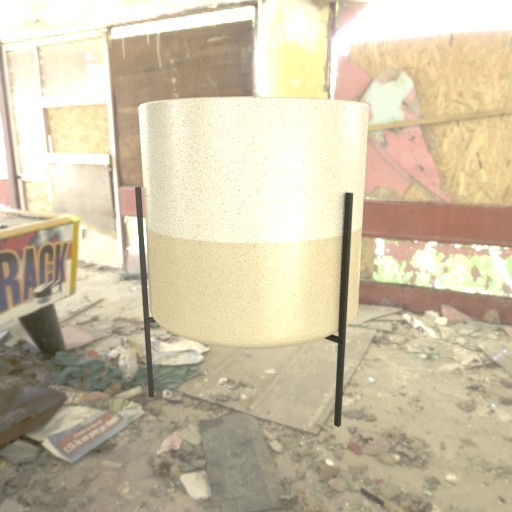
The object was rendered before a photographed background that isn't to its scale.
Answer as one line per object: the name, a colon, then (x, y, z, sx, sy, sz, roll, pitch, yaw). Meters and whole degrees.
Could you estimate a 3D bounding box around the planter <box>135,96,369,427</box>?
planter: (0.000, 0.000, 0.759, 0.368, 0.484, 0.359, 14, 20, 43)
